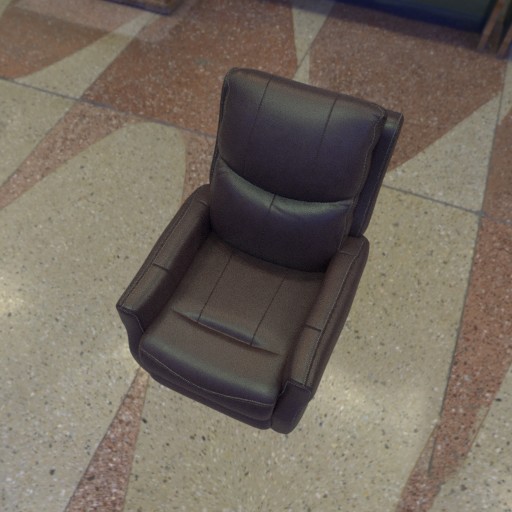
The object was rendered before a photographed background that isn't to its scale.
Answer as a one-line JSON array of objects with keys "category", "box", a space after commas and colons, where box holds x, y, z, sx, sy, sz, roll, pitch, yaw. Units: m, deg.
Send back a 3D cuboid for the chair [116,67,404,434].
[{"category": "chair", "box": [0.000, 0.000, 1.759, 0.829, 1.030, 1.080, 20, 61, 12]}]
